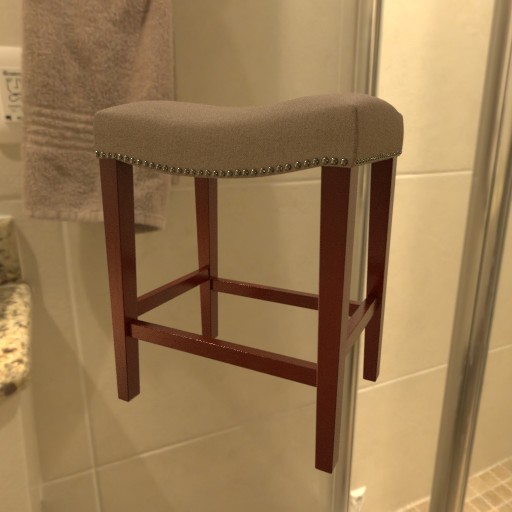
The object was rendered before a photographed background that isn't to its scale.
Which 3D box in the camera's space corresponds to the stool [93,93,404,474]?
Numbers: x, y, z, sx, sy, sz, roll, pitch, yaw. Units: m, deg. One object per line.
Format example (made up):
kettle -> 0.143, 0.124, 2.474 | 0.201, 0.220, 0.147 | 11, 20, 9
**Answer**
stool -> 0.000, 0.000, 0.942 | 0.509, 0.632, 0.375 | 8, 17, 26
